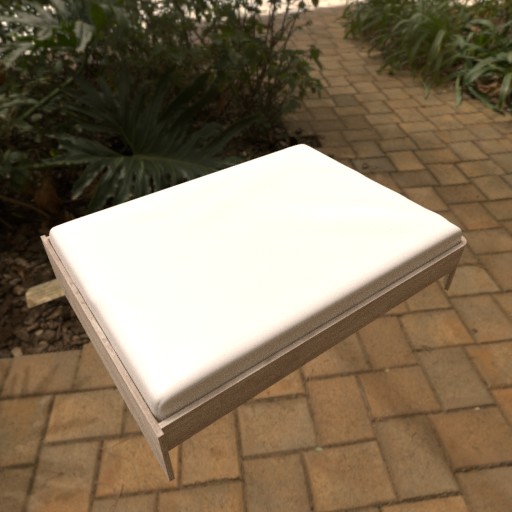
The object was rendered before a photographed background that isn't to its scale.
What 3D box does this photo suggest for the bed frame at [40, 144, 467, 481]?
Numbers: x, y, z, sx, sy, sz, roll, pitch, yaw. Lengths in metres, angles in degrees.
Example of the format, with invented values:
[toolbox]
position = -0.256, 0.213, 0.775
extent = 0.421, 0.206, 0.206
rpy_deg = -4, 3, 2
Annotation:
[bed frame]
position = 0.000, 0.000, 2.574
extent = 1.950, 0.462, 1.490
rpy_deg = -25, 45, -27
